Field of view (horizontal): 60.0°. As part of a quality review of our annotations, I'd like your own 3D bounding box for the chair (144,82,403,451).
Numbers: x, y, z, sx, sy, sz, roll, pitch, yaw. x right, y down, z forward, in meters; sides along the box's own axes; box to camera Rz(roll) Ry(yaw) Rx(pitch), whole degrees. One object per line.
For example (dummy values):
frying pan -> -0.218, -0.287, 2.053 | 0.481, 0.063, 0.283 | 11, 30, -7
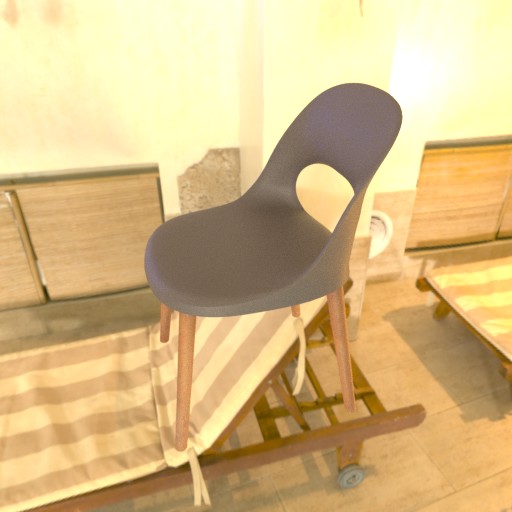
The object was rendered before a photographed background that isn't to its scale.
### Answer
chair -> 0.000, 0.000, 1.132 | 0.556, 0.795, 0.470 | -8, 32, -14
